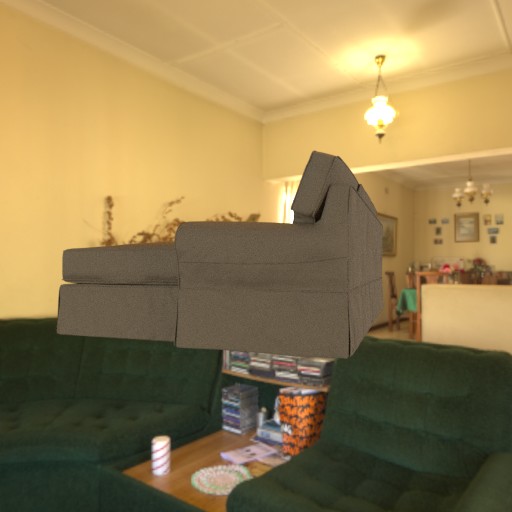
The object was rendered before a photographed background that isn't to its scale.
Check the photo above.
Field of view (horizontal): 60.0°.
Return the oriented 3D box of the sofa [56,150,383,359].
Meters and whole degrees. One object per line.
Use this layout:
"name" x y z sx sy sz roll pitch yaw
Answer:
"sofa" 0.000 0.000 3.375 1.733 0.978 2.475 0 -1 19
